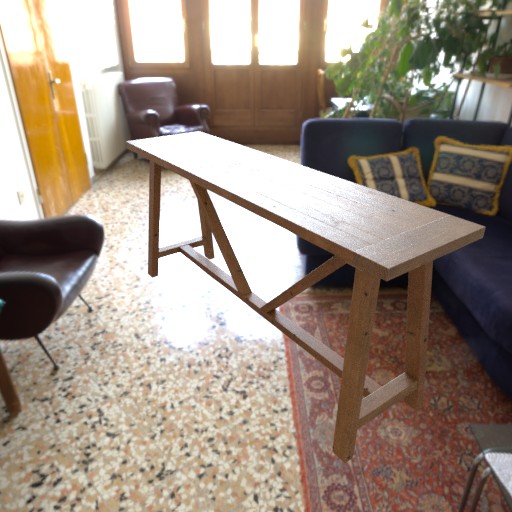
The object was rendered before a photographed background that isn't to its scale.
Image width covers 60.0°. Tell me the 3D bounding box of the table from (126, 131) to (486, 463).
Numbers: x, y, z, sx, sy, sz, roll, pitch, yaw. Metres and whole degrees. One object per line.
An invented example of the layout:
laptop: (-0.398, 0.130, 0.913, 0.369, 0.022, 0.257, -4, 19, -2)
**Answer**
table: (0.000, 0.000, 2.093, 0.465, 0.810, 1.800, -18, 32, -32)
